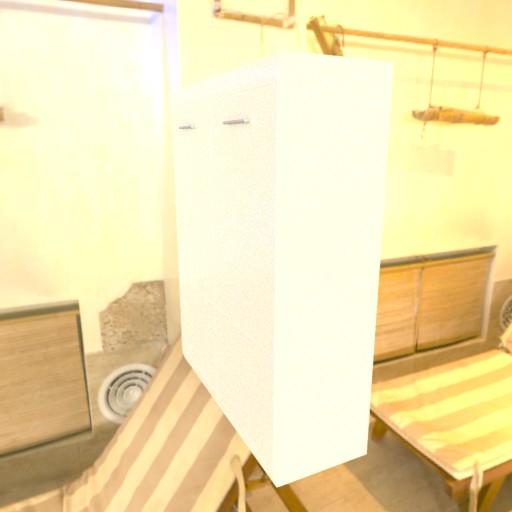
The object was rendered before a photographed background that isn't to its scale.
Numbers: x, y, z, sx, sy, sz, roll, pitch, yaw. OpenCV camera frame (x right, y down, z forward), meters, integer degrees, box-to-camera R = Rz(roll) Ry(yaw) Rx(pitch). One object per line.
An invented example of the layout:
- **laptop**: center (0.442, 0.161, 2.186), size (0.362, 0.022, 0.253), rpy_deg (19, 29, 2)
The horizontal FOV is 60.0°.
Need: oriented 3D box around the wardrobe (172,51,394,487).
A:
- **wardrobe**: center (0.000, 0.000, 1.609), size (0.360, 1.200, 0.900), rpy_deg (-7, 16, -25)
